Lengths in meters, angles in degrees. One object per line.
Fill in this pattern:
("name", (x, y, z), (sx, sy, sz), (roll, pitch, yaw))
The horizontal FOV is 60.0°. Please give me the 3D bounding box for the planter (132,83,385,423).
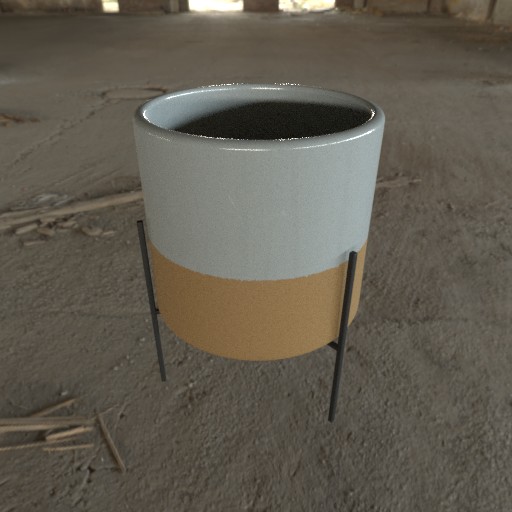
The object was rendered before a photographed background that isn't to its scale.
("planter", (0.000, 0.000, 0.654), (0.310, 0.432, 0.310), (1, 32, 1))
